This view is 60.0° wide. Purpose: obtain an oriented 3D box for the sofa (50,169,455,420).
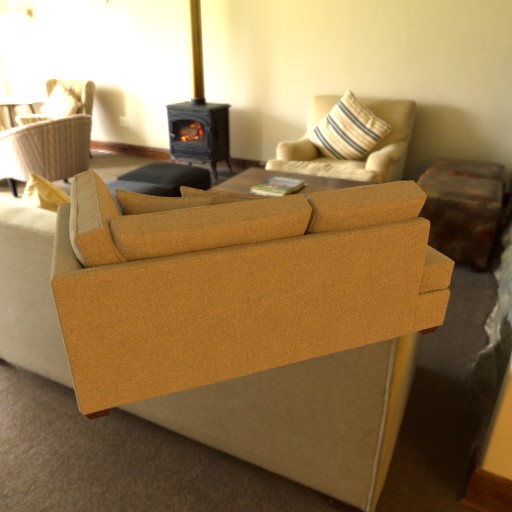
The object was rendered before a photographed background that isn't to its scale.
[{"bbox_3d":[0.000,0.000,2.783,2.238,1.019,1.110,-9,27,-18],"label":"sofa"}]
